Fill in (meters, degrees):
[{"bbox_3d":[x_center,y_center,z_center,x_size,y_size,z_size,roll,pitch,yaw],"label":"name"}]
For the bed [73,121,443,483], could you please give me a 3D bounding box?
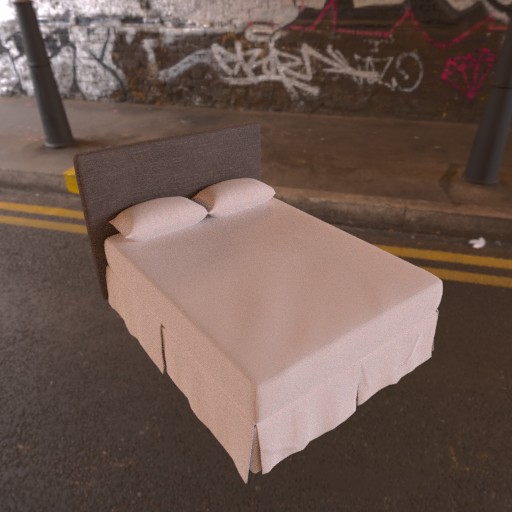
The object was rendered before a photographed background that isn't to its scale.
[{"bbox_3d":[0.000,0.000,3.197,1.723,1.330,2.142,-21,36,-32],"label":"bed"}]
